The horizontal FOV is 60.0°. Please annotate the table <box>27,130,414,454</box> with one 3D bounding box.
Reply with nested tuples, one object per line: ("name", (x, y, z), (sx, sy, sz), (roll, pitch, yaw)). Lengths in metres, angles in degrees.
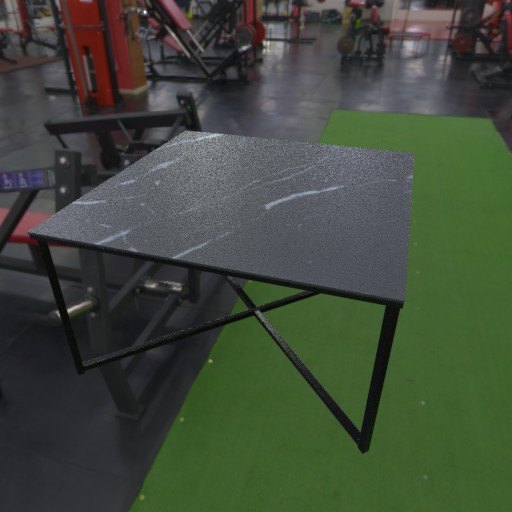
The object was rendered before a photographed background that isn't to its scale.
("table", (0.000, 0.000, 1.311), (0.800, 0.450, 0.800), (10, 33, 15))
